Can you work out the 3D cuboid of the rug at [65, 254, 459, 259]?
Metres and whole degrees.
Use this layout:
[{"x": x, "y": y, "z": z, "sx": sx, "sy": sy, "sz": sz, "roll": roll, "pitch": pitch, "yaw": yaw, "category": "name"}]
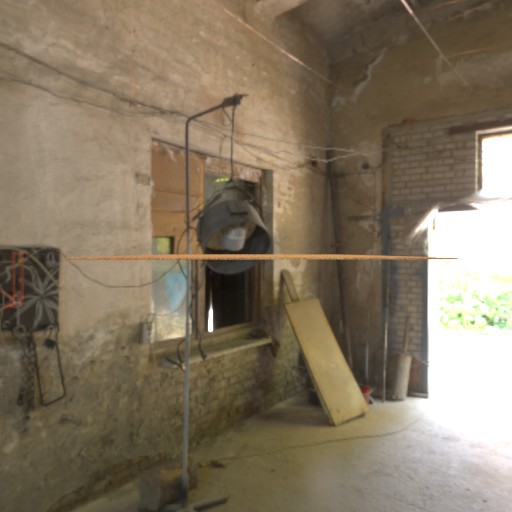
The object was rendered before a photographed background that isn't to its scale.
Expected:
[{"x": 0.000, "y": 0.000, "z": 2.854, "sx": 1.524, "sy": 0.006, "sz": 2.285, "roll": 0, "pitch": 1, "yaw": -2, "category": "rug"}]
